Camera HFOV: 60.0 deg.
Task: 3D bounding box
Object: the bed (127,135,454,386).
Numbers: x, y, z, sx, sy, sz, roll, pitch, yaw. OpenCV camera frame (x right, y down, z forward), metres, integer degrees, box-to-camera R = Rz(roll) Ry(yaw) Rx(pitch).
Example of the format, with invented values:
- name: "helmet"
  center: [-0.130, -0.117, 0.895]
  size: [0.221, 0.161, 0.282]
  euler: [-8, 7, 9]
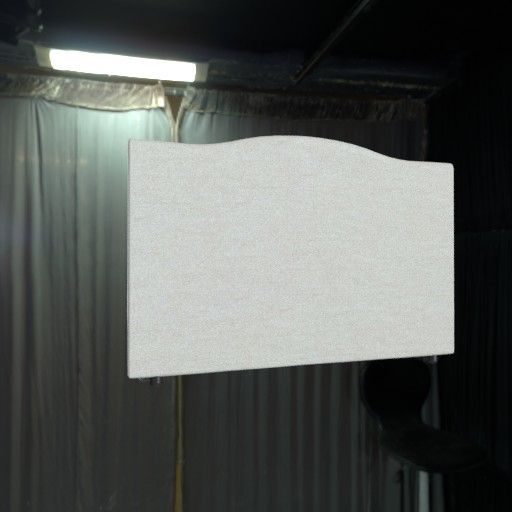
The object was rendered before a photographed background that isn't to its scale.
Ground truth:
- name: "bed"
  center: [0.000, 0.000, 3.659]
  size: [2.083, 1.421, 2.182]
  euler: [0, 0, -17]
